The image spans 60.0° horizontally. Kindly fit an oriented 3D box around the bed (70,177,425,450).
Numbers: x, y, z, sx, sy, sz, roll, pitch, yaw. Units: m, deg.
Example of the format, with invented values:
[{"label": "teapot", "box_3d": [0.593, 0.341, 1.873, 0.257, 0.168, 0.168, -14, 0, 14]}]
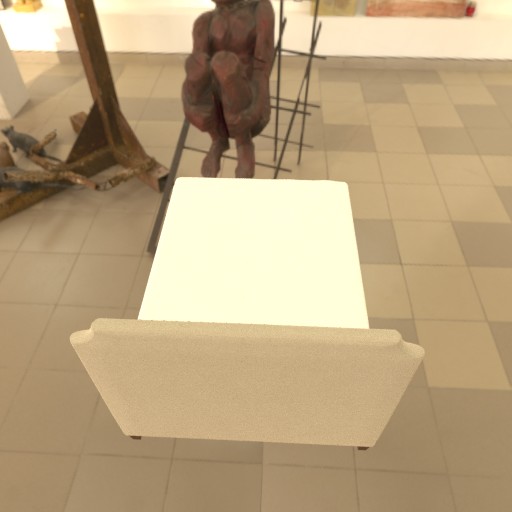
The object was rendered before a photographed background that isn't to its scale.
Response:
[{"label": "bed", "box_3d": [0.000, 0.000, 3.330, 1.713, 1.443, 2.372, 2, 47, 2]}]
